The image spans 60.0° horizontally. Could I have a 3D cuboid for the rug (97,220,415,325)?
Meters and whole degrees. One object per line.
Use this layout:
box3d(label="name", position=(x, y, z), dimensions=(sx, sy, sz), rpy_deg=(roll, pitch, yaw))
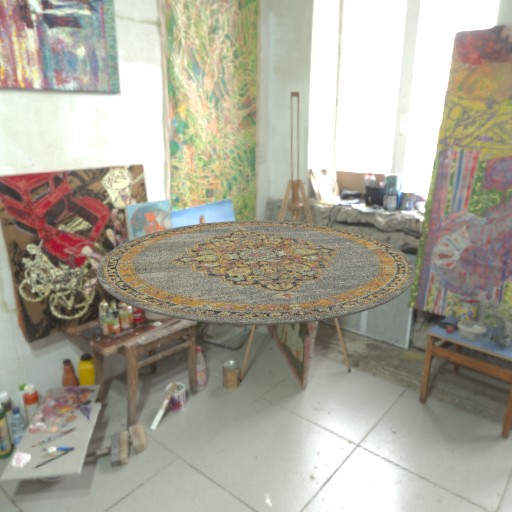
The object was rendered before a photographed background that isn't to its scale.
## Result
box3d(label="rug", position=(0.000, 0.000, 3.500), dimensions=(2.382, 0.014, 2.382), rpy_deg=(0, 18, 0))
